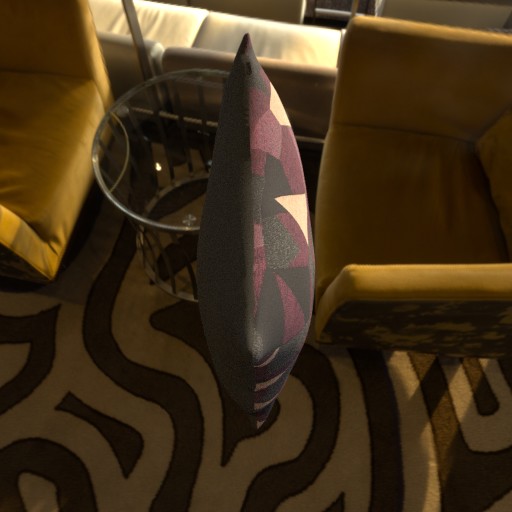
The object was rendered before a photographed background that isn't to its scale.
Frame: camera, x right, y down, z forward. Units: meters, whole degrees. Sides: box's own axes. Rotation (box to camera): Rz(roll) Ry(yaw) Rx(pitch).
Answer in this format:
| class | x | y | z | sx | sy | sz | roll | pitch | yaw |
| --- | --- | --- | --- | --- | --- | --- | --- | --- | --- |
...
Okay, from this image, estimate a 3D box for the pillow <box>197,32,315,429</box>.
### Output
| class | x | y | z | sx | sy | sz | roll | pitch | yaw |
| --- | --- | --- | --- | --- | --- | --- | --- | --- | --- |
| pillow | 0.000 | 0.000 | 0.754 | 0.208 | 0.496 | 0.503 | -1 | 63 | 0 |
